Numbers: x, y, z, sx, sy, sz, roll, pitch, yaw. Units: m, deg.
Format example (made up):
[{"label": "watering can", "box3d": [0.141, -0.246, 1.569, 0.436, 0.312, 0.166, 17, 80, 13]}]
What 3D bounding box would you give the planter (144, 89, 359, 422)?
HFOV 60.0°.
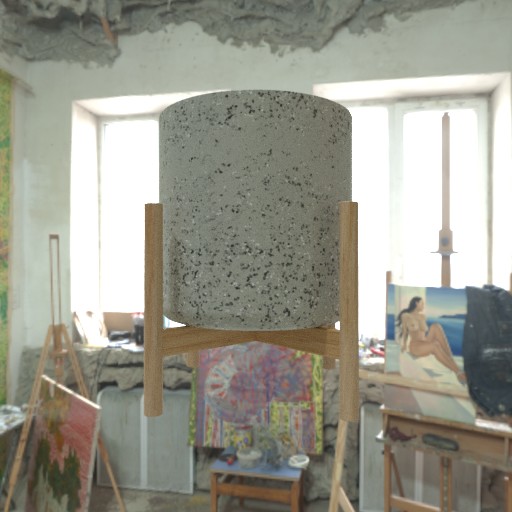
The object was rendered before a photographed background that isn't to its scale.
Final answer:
[{"label": "planter", "box3d": [0.000, 0.000, 0.708, 0.360, 0.419, 0.360, 0, 0, -19]}]
